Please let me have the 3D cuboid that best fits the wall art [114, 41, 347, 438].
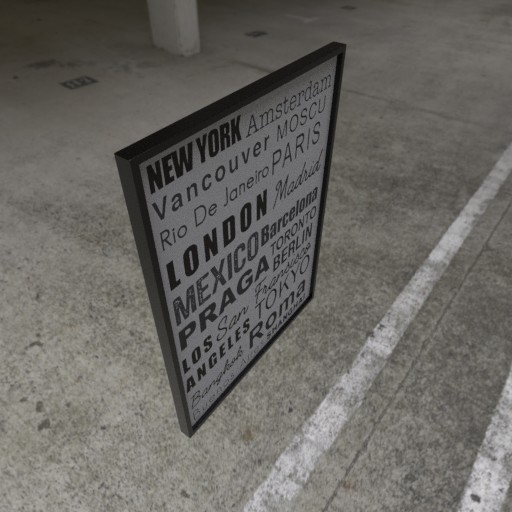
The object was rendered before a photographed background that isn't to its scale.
[{"bbox_3d":[0.000,0.000,1.364,0.043,1.046,0.788,27,49,26],"label":"wall art"}]
